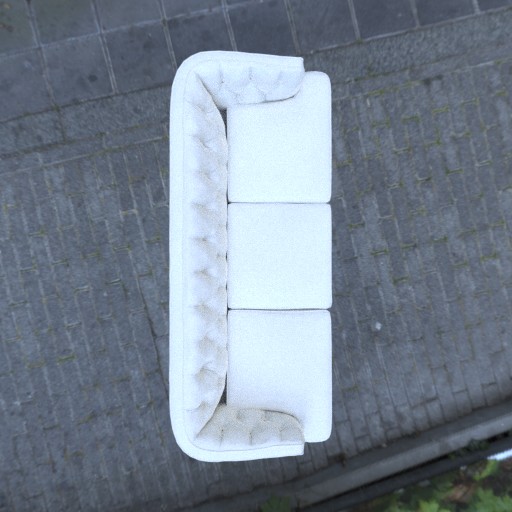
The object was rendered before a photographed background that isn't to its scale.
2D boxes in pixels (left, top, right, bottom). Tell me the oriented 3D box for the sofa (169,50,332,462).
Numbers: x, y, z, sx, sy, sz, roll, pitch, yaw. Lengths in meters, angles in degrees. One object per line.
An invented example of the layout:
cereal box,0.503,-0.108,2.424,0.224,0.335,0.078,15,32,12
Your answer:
sofa,0.000,0.000,2.744,0.941,0.855,2.278,0,89,-1
